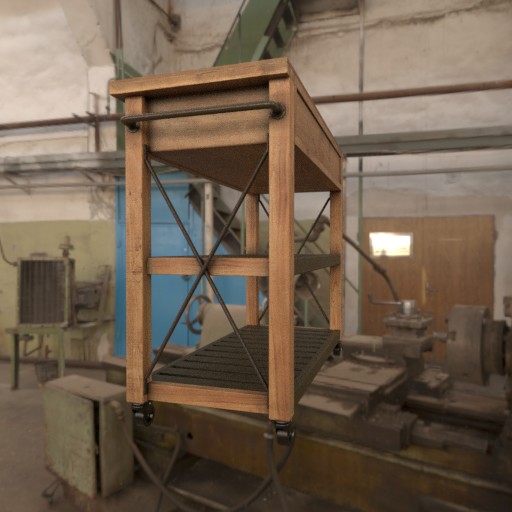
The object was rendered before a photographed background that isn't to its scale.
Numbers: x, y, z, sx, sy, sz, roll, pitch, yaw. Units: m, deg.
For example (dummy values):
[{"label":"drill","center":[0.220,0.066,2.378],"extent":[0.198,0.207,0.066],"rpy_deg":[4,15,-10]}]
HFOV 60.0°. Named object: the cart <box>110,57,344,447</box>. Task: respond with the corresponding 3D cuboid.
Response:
[{"label":"cart","center":[0.000,0.000,0.961],"extent":[0.298,0.554,0.686],"rpy_deg":[0,1,18]}]
